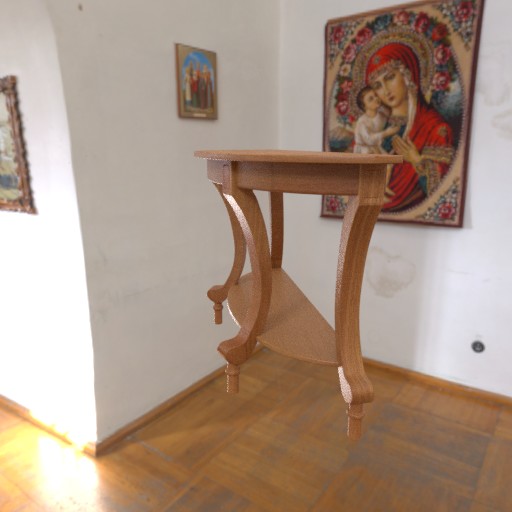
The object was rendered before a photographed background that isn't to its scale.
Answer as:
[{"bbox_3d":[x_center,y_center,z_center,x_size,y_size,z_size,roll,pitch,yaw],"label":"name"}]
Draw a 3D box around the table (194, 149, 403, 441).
[{"bbox_3d":[0.000,0.000,1.507,0.394,0.692,1.198,-2,14,-9],"label":"table"}]
